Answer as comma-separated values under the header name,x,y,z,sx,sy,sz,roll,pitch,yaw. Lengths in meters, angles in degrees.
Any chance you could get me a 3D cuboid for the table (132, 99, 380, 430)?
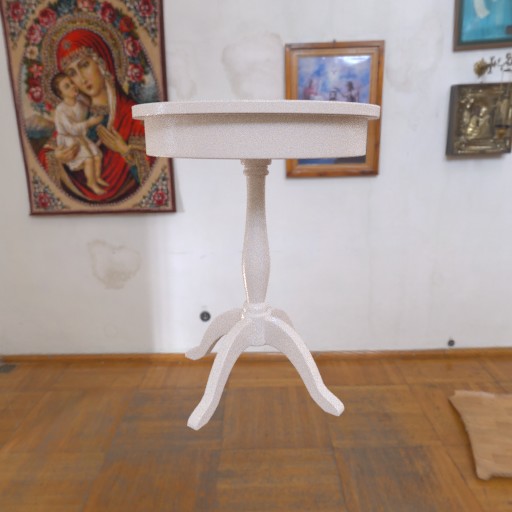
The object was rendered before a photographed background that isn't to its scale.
name,x,y,z,sx,sy,sz,roll,pitch,yaw
table,0.000,0.000,1.032,0.513,0.653,0.513,0,15,0
